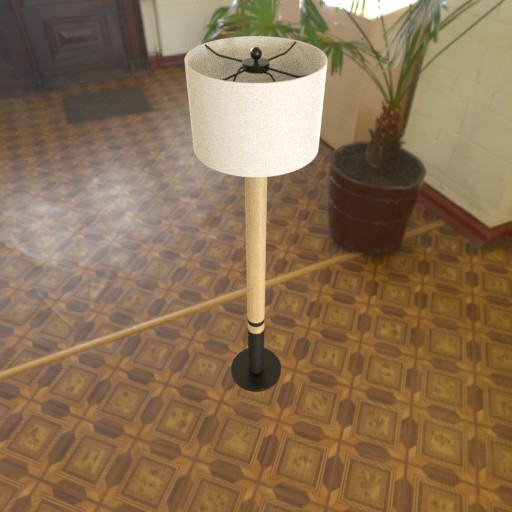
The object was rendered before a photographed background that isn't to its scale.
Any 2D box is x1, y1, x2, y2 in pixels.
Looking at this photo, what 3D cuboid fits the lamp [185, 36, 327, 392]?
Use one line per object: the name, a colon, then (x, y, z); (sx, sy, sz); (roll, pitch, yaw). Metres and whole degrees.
lamp: (0.000, 0.000, 1.664); (0.381, 1.478, 0.381); (13, 43, 14)
